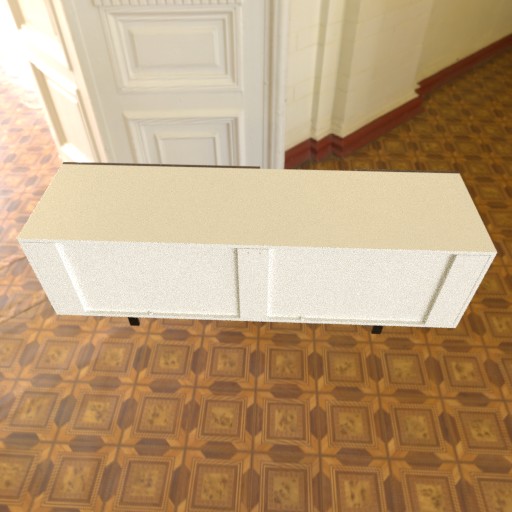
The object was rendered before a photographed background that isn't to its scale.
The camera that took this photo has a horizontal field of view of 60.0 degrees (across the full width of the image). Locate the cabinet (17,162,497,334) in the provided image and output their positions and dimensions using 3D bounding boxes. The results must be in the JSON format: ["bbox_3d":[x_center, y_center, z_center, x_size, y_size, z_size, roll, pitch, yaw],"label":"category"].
[{"bbox_3d":[0.000,0.000,1.721,1.499,0.533,0.431,2,46,2],"label":"cabinet"}]
